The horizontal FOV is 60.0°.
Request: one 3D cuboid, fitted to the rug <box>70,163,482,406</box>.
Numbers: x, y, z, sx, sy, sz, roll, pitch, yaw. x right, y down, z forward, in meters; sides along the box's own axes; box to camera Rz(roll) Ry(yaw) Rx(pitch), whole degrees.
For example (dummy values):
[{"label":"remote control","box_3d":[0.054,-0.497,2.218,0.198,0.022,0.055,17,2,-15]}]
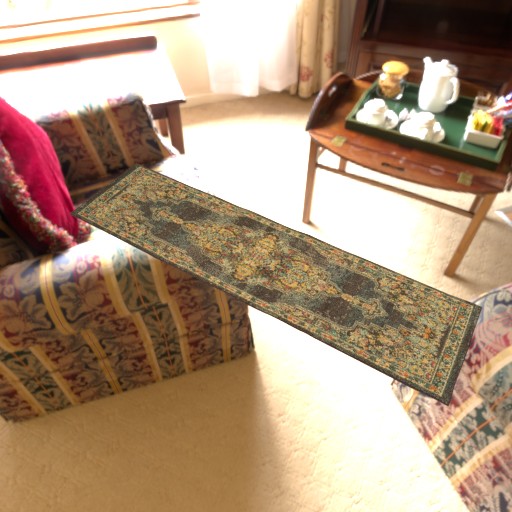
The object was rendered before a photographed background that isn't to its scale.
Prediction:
[{"label":"rug","box_3d":[0.000,0.000,2.440,2.283,0.016,0.602,25,52,21]}]
